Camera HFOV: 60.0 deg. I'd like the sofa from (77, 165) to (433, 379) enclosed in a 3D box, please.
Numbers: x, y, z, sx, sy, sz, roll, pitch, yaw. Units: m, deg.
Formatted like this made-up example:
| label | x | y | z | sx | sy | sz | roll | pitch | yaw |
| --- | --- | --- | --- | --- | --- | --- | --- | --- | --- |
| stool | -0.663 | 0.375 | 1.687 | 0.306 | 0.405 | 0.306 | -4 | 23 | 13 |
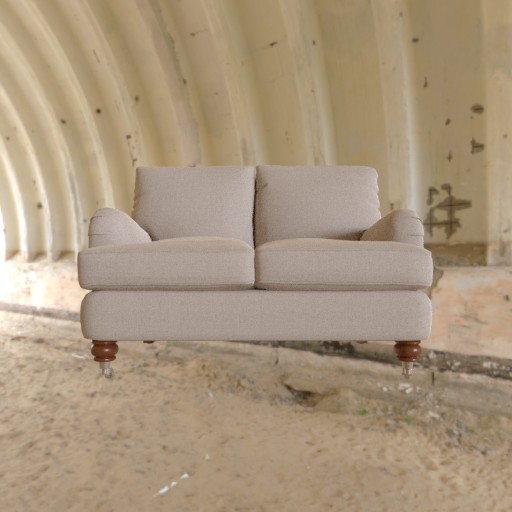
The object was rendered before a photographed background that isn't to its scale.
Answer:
| label | x | y | z | sx | sy | sz | roll | pitch | yaw |
| --- | --- | --- | --- | --- | --- | --- | --- | --- | --- |
| sofa | 0.000 | 0.000 | 2.305 | 1.508 | 1.048 | 1.087 | 0 | 0 | 0 |
